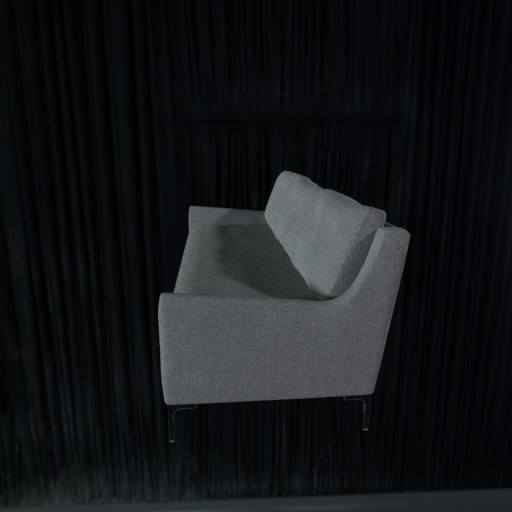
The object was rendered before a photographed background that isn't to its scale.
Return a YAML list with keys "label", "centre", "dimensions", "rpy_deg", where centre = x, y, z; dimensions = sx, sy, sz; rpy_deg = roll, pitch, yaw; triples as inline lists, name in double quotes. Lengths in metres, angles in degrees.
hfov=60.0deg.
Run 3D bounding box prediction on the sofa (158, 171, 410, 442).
- label: "sofa"
  centre: [0.000, 0.000, 2.493]
  dimensions: [0.849, 0.837, 2.060]
  rpy_deg: [-1, 15, -5]
